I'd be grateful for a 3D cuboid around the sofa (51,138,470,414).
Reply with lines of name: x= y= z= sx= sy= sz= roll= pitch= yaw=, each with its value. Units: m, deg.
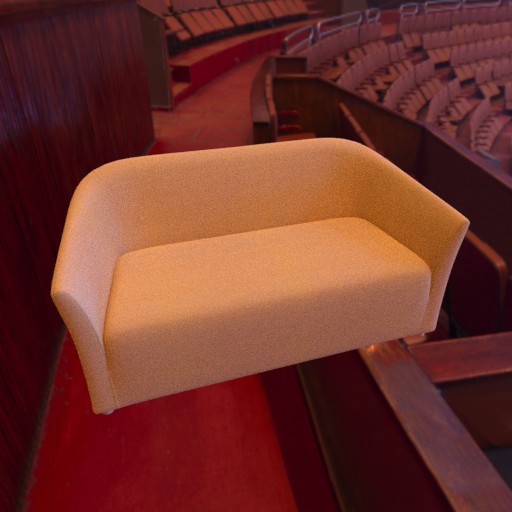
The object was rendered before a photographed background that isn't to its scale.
sofa: x=0.000 y=0.000 z=1.837 sx=1.452 sy=0.721 sz=0.705 roll=-10 pitch=33 yaw=-15
